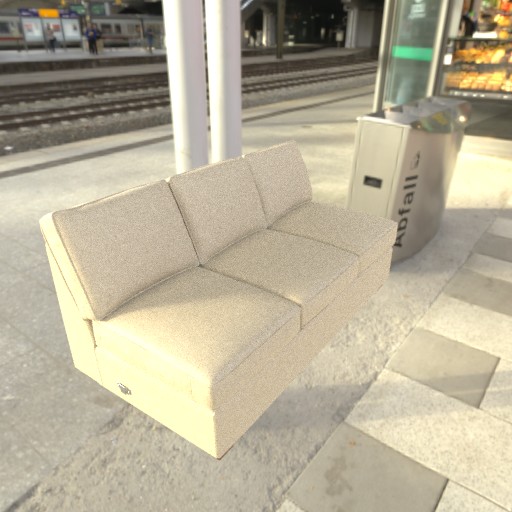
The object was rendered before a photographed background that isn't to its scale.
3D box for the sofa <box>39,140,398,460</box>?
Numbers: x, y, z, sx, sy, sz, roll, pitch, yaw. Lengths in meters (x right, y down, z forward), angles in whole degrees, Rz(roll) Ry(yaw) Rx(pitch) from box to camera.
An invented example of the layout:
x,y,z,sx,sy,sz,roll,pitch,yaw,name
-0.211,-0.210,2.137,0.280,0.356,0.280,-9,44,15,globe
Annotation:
x,y,z,sx,sy,sz,roll,pitch,yaw,name
0.000,0.000,2.560,1.027,0.973,1.962,18,32,32,sofa
